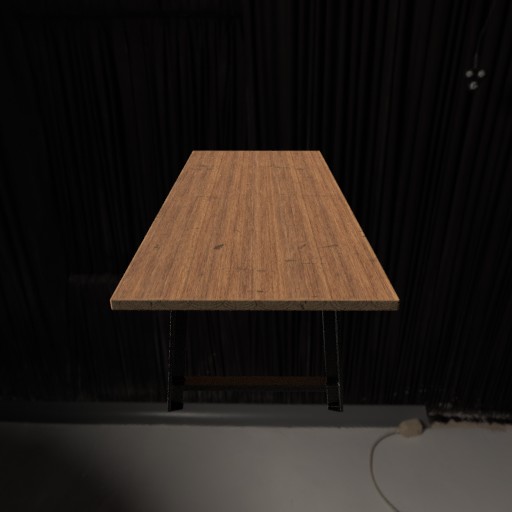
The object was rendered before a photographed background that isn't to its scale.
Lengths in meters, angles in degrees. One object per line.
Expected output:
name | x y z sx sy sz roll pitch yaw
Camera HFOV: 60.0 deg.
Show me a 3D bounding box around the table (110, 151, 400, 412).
table | 0.000 0.000 2.677 1.000 0.757 2.200 0 26 0
